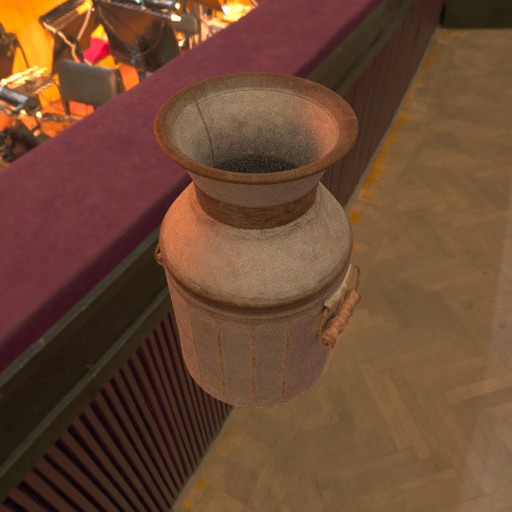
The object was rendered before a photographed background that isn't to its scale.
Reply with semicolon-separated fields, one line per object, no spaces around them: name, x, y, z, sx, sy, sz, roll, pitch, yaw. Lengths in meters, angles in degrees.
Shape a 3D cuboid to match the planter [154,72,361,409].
planter;0.000;0.000;0.517;0.248;0.358;0.215;24;52;21
